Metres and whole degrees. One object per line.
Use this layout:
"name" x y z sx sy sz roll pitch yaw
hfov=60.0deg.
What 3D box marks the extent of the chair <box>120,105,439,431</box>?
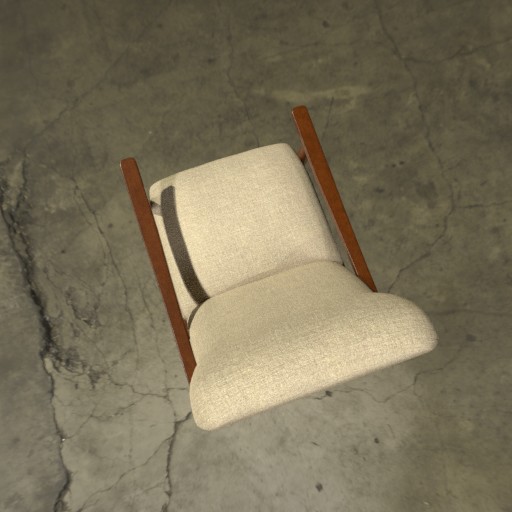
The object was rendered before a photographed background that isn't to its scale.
"chair" 0.000 0.000 1.678 0.762 1.082 1.014 -18 75 -5
